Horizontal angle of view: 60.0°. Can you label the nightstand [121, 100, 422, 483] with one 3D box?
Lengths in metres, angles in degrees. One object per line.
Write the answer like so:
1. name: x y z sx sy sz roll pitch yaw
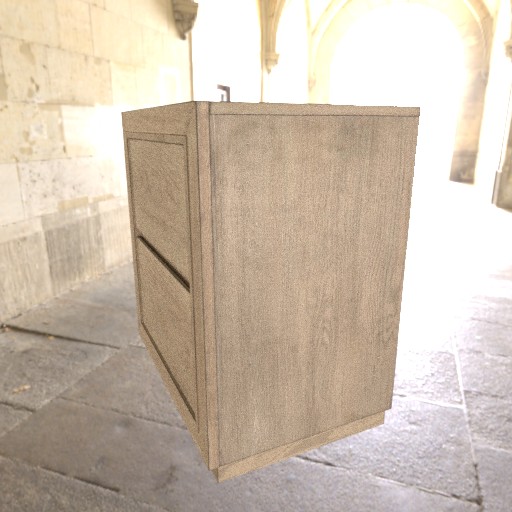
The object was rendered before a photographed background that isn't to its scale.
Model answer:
1. nightstand: 0.000 0.000 1.074 0.483 0.673 0.612 -8 18 -25
